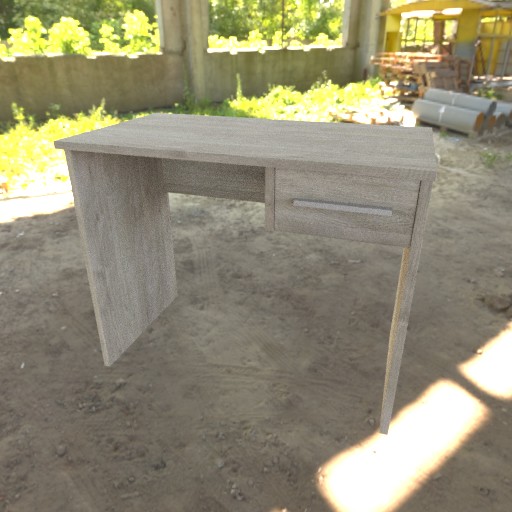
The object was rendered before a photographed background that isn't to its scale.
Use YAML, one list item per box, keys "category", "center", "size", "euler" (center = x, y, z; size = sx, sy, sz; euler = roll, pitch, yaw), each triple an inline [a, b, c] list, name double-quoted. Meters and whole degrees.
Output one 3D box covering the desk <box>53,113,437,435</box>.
- category: "desk"
  center: [0.000, 0.000, 1.339]
  size: [0.893, 0.724, 0.498]
  euler: [8, 27, 17]
